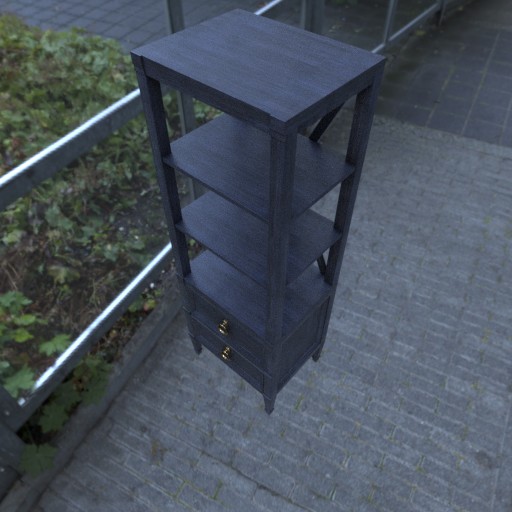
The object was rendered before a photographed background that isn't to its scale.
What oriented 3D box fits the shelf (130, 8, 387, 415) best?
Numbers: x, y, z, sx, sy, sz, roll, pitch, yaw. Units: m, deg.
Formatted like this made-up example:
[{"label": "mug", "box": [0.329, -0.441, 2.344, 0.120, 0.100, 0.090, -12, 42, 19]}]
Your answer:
[{"label": "shelf", "box": [0.000, 0.000, 1.919, 0.584, 1.727, 0.472, 33, 56, 26]}]
